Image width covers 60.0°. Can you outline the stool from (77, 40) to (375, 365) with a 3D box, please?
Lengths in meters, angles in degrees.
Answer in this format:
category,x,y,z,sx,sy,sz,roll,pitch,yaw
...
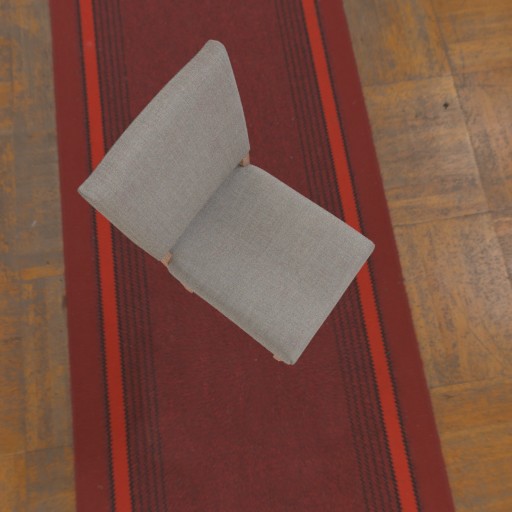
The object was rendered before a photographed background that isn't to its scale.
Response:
category,x,y,z,sx,sy,sz,roll,pitch,yaw
stool,0.000,0.000,1.447,0.585,1.203,0.445,36,79,8
